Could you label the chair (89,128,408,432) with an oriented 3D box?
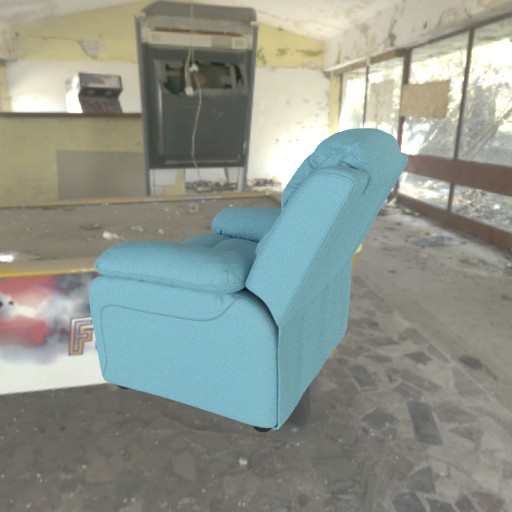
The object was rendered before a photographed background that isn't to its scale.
[{"bbox_3d":[0.000,0.000,1.261,0.709,0.702,0.680,8,19,26],"label":"chair"}]
